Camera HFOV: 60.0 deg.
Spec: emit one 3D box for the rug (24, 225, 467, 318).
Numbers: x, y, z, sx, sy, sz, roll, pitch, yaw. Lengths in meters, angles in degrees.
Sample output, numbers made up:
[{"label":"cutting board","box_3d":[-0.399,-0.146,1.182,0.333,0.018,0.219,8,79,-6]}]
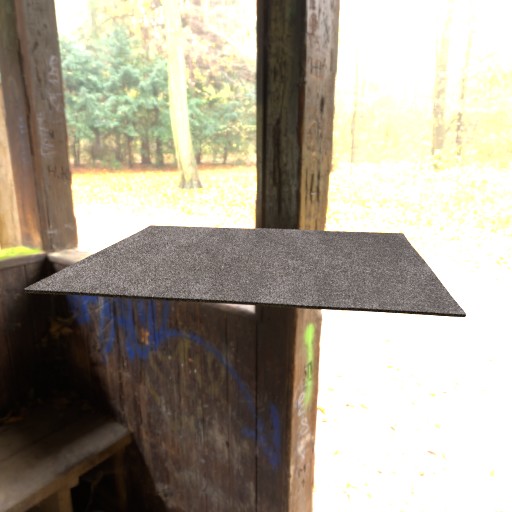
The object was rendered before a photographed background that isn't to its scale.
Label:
[{"label":"rug","box_3d":[0.000,0.000,4.083,3.000,0.025,2.401,2,15,9]}]
